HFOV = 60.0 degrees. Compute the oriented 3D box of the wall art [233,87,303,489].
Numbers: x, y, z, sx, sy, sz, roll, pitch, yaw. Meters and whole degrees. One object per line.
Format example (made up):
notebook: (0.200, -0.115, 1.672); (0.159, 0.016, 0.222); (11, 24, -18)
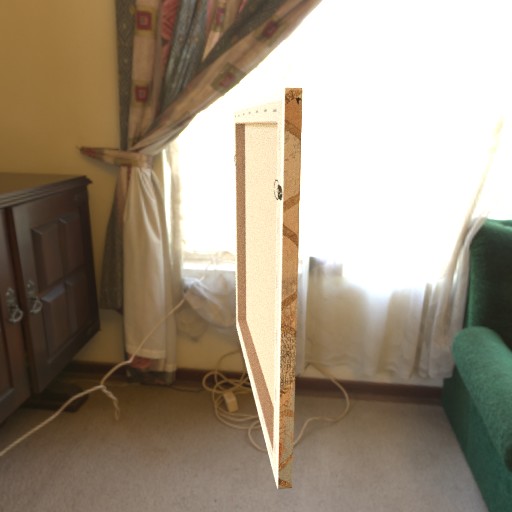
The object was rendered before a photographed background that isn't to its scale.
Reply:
wall art: (0.000, 0.000, 1.372); (0.039, 0.914, 0.912); (-2, 17, -8)
